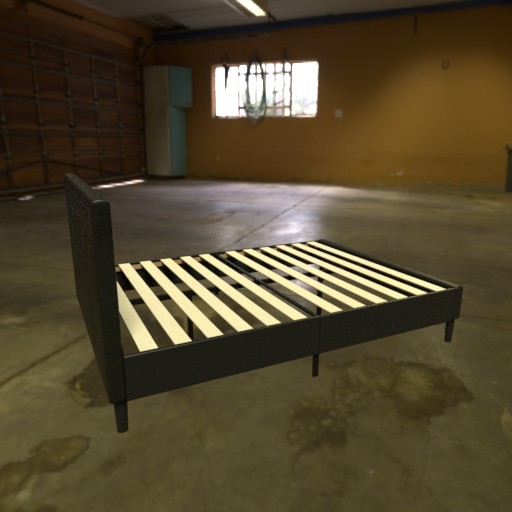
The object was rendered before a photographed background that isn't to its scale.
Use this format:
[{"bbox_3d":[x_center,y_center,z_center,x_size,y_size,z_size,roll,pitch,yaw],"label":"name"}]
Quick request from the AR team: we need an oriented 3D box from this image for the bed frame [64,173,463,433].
[{"bbox_3d":[0.000,0.000,3.154,2.318,1.127,1.634,-7,16,-25],"label":"bed frame"}]
